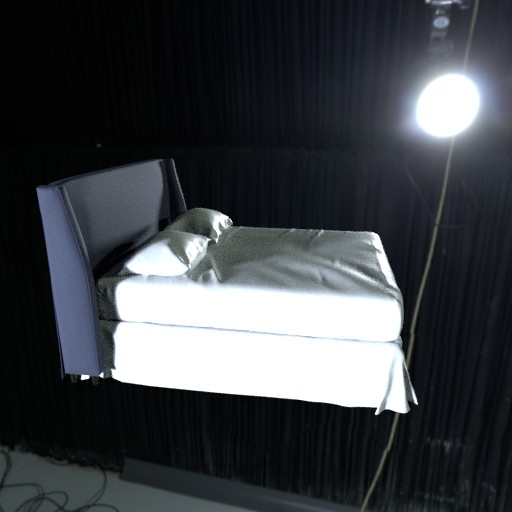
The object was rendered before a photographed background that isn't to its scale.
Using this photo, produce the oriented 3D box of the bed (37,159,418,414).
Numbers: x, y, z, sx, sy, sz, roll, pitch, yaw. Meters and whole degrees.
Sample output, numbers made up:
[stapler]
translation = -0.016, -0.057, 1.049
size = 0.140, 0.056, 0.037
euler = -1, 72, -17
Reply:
[bed]
translation = 0.000, 0.000, 3.447
size = 2.276, 1.332, 1.925
euler = 3, 18, 10
